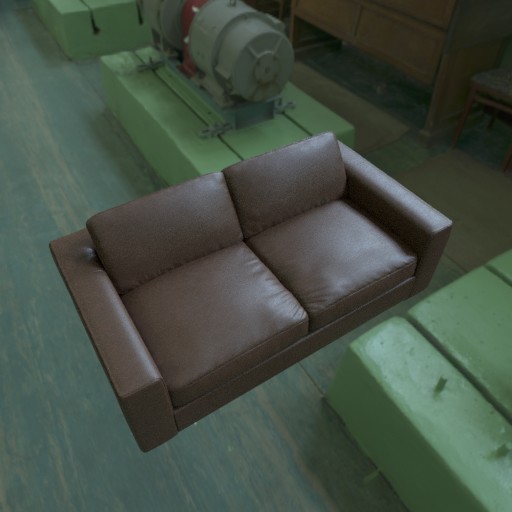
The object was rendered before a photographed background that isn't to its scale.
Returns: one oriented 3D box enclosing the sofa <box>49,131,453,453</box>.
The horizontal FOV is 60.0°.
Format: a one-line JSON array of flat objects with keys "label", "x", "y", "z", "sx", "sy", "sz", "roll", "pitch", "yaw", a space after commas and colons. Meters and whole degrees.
[{"label": "sofa", "x": 0.000, "y": 0.000, "z": 2.468, "sx": 1.920, "sy": 0.800, "sz": 1.070, "roll": -25, "pitch": 51, "yaw": -22}]
